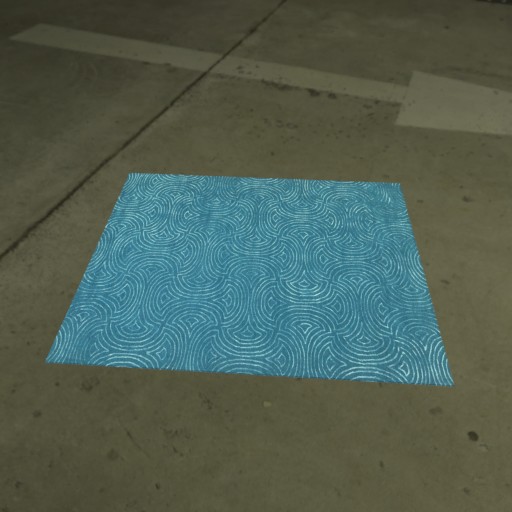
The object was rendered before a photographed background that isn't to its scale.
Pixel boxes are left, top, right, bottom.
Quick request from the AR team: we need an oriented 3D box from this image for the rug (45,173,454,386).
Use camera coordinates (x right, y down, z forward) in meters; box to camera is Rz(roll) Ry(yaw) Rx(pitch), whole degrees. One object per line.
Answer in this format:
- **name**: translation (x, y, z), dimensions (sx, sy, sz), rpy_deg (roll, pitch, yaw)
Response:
- **rug**: translation (0.000, 0.000, 4.117), dimensions (3.033, 0.012, 2.432), rpy_deg (3, 46, 3)
